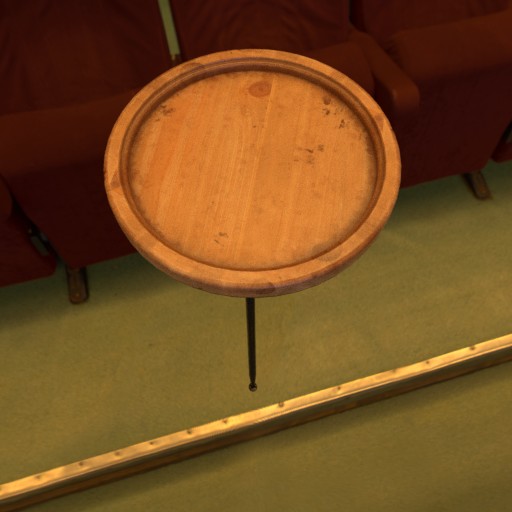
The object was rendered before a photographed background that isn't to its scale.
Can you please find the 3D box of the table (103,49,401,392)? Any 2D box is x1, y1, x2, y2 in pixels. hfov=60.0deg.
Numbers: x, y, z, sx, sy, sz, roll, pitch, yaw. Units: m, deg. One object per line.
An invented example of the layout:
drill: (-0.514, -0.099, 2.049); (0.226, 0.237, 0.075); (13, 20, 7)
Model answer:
table: (0.000, 0.000, 0.909); (0.418, 0.664, 0.414); (-15, 65, -7)
